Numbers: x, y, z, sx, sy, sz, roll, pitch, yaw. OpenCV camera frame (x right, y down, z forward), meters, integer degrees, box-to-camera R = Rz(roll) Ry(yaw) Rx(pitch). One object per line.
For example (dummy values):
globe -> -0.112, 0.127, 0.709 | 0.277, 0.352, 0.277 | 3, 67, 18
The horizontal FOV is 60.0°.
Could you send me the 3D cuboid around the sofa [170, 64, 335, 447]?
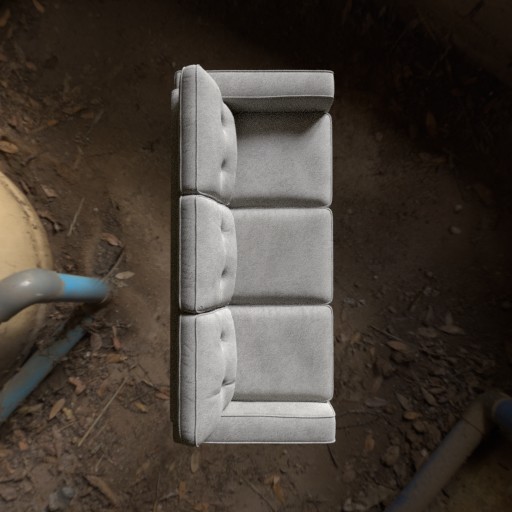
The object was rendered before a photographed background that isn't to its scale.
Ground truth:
sofa -> 0.000, 0.000, 2.679 | 0.939, 0.965, 2.133 | 0, 89, 0
